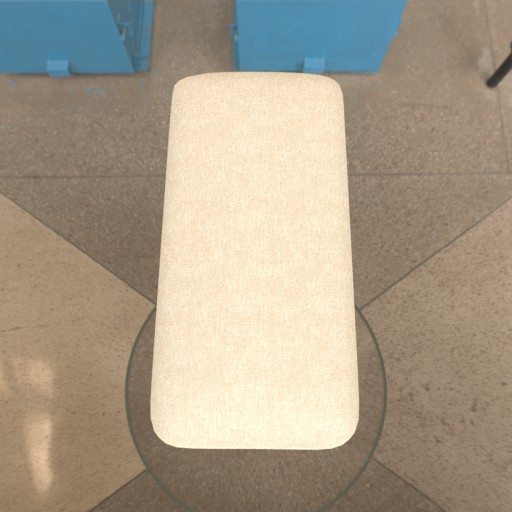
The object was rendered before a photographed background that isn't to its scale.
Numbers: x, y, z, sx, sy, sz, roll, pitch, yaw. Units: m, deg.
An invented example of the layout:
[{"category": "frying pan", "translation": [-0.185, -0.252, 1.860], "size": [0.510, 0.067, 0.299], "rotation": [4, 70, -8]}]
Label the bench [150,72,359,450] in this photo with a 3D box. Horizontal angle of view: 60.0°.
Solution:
[{"category": "bench", "translation": [0.000, 0.000, 1.277], "size": [0.483, 0.483, 0.991], "rotation": [0, 74, 0]}]
